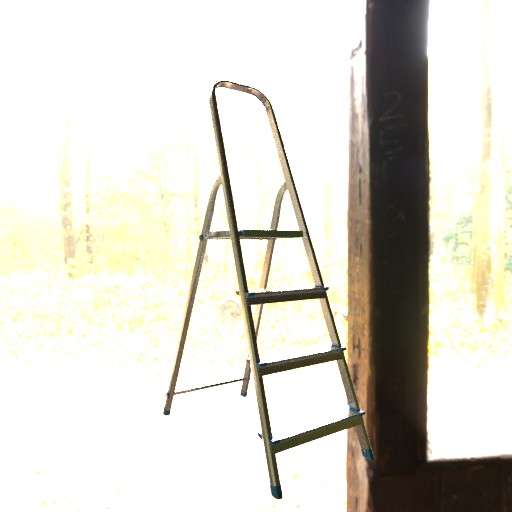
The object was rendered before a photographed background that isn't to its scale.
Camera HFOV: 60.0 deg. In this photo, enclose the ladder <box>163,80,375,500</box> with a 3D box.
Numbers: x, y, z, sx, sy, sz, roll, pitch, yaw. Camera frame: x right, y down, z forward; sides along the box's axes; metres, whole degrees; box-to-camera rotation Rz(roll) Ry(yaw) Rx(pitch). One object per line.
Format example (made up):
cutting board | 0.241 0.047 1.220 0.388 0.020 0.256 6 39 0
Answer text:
ladder | 0.000 0.000 1.773 0.445 1.434 0.842 -1 2 -36
